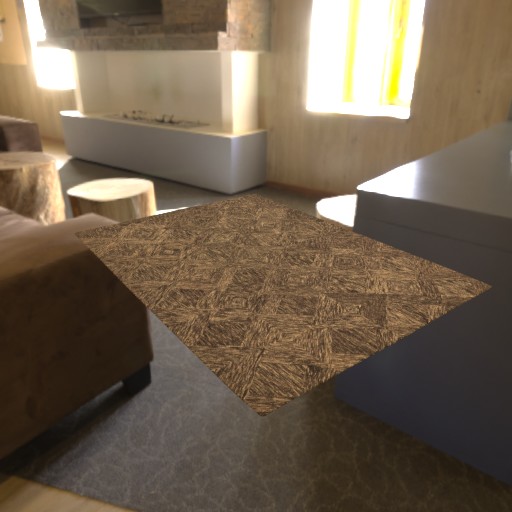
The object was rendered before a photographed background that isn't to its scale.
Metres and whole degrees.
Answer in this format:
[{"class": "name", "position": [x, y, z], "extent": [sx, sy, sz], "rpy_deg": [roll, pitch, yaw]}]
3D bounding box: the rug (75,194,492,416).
[{"class": "rug", "position": [0.000, 0.000, 5.191], "extent": [2.997, 0.020, 4.093], "rpy_deg": [-17, 30, -33]}]
